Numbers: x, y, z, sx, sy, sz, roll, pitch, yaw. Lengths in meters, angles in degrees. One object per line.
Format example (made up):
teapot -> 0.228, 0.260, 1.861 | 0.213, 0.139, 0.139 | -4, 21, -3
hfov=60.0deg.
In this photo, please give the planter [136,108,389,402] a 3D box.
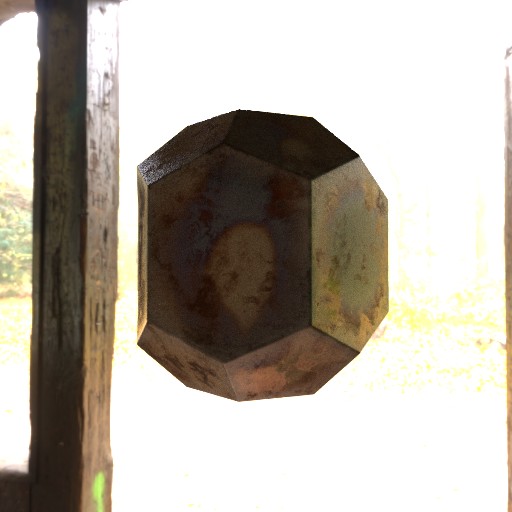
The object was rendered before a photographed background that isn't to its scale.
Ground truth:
planter -> 0.000, 0.000, 0.422 | 0.221, 0.238, 0.243 | 0, -1, -18
